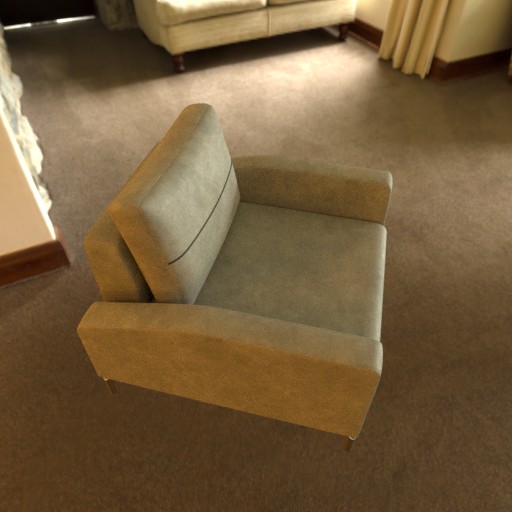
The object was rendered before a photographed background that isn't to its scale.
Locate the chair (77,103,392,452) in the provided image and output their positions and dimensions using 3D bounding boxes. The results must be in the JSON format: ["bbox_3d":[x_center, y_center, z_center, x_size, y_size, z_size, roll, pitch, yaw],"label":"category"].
[{"bbox_3d":[0.000,0.000,1.555,0.900,0.800,0.900,10,46,10],"label":"chair"}]
